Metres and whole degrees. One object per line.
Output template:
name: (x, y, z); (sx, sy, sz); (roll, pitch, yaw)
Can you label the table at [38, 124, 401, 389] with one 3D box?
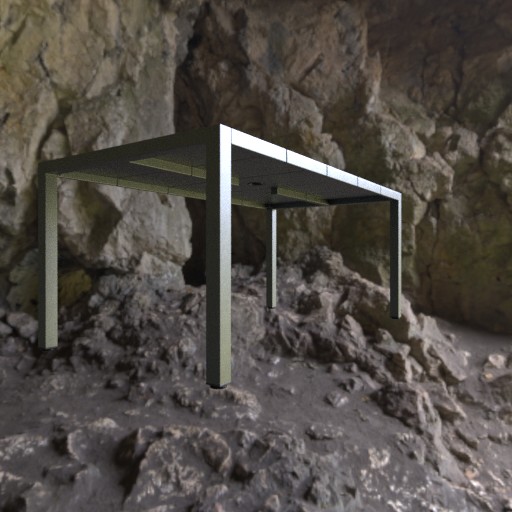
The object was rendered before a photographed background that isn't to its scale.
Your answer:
table: (0.000, 0.000, 2.164); (0.914, 0.735, 1.680); (0, 0, 34)
